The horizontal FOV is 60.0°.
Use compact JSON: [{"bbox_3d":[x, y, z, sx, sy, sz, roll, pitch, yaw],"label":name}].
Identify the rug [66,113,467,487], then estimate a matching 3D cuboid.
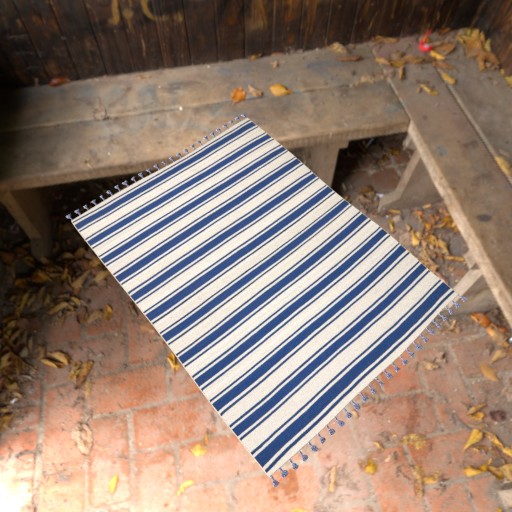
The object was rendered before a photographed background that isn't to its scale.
[{"bbox_3d":[0.000,0.000,4.484,2.471,0.016,3.416,-36,65,-19],"label":"rug"}]
